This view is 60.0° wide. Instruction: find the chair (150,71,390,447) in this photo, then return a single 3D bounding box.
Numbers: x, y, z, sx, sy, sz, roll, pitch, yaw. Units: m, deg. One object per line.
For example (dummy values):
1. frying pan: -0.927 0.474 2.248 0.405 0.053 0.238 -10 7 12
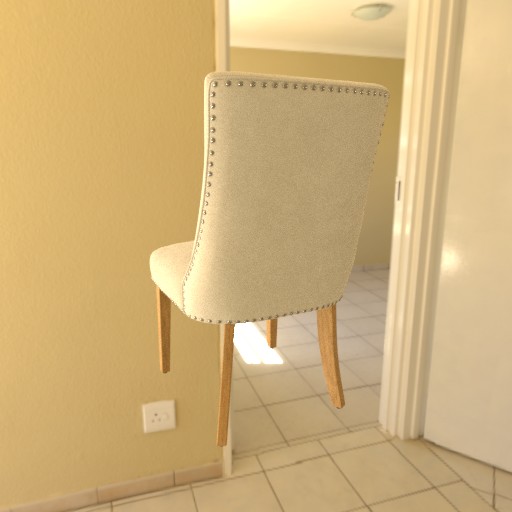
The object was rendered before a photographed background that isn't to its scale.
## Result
1. chair: 0.000 0.000 1.288 0.495 0.902 0.610 -7 15 -27
